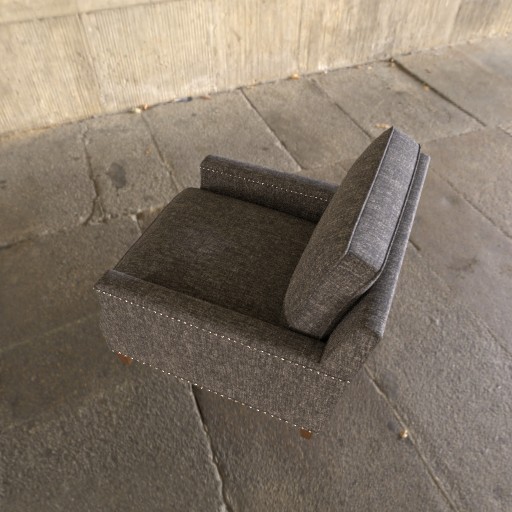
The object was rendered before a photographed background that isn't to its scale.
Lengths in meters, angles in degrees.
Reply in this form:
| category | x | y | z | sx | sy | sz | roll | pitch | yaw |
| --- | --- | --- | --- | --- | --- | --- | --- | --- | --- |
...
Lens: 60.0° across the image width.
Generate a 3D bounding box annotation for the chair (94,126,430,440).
| category | x | y | z | sx | sy | sz | roll | pitch | yaw |
| --- | --- | --- | --- | --- | --- | --- | --- | --- | --- |
| chair | 0.000 | 0.000 | 1.704 | 1.014 | 0.943 | 0.853 | 17 | 49 | 16 |
